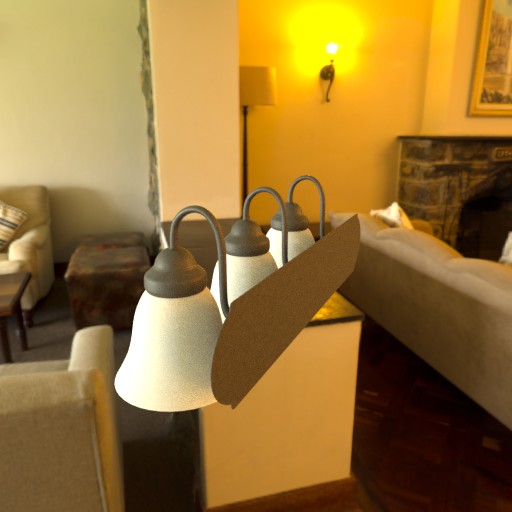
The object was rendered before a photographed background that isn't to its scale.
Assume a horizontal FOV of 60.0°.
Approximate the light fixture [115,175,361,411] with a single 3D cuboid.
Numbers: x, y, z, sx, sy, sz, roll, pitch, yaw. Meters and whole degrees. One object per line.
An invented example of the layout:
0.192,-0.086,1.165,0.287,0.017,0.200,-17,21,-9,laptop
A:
0.000,0.000,0.707,0.199,0.222,0.610,7,18,24,light fixture
